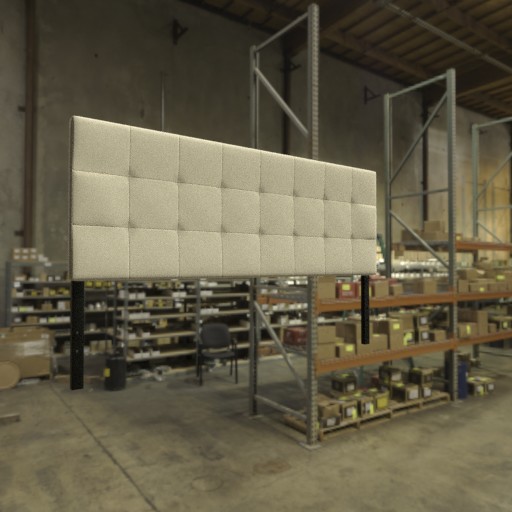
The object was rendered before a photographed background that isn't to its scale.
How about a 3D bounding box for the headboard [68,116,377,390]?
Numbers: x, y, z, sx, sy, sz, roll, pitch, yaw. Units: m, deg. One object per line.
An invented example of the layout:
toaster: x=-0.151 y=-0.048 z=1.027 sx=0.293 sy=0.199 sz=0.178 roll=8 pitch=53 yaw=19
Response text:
headboard: x=0.000 y=0.000 z=2.951 sx=2.362 sy=1.410 sz=0.120 roll=1 pitch=-1 yaw=-36
